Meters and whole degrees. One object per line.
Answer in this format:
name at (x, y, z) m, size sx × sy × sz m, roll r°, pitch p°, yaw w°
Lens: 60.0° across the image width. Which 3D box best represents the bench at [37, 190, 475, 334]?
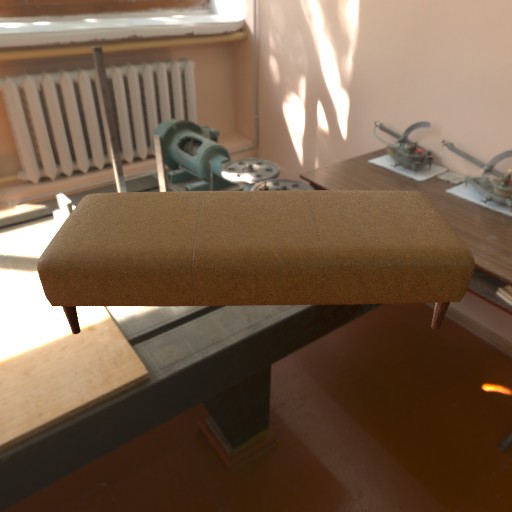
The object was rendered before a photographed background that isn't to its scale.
bench at (0.000, 0.000, 1.938) m, size 1.610 × 0.399 × 0.653 m, roll -1°, pitch 32°, yaw -1°
